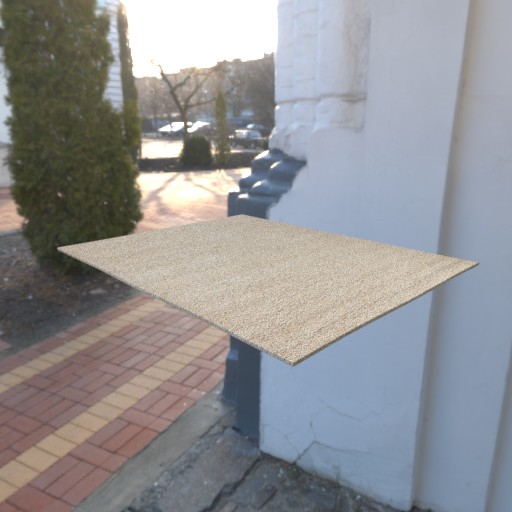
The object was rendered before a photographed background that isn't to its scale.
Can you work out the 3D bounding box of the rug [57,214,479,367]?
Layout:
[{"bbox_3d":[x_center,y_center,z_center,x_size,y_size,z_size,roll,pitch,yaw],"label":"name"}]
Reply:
[{"bbox_3d":[0.000,0.000,4.015,2.400,0.026,3.000,-15,22,-42],"label":"rug"}]
